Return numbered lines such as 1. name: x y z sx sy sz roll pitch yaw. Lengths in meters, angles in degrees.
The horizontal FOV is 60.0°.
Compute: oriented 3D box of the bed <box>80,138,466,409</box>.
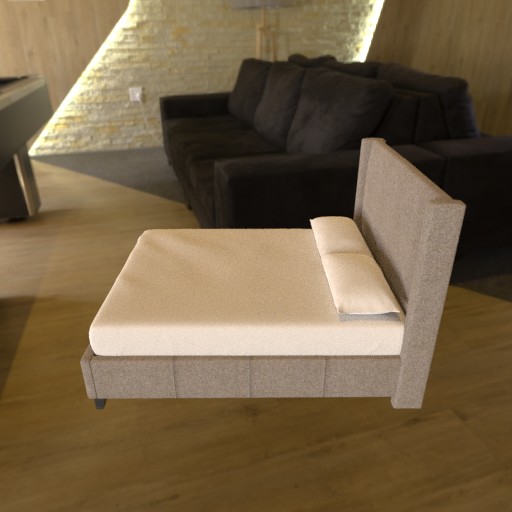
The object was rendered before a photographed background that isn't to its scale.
1. bed: 0.000 0.000 3.434 2.245 1.476 1.714 0 26 0
